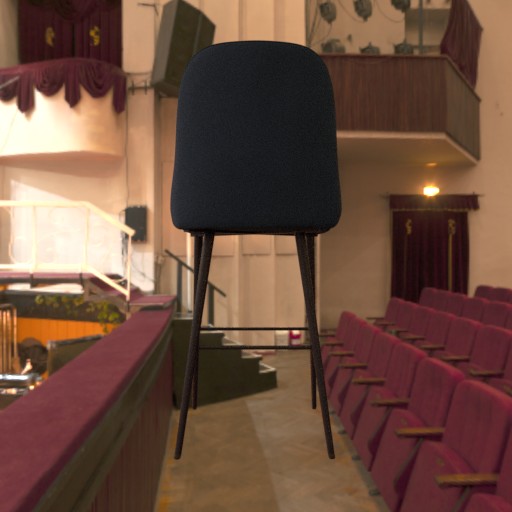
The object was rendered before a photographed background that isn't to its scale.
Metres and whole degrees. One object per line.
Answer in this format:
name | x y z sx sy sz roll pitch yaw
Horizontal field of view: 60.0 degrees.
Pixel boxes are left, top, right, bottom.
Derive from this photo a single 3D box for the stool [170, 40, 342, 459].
stool | 0.000 0.000 1.352 0.527 1.079 0.489 0 0 0
